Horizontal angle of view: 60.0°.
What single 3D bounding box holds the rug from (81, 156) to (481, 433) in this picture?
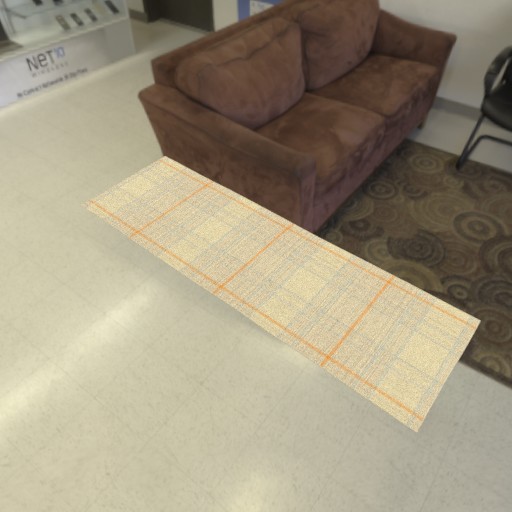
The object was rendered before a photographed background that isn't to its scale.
[{"bbox_3d":[0.000,0.000,2.671,2.442,0.016,0.770,31,53,26],"label":"rug"}]
